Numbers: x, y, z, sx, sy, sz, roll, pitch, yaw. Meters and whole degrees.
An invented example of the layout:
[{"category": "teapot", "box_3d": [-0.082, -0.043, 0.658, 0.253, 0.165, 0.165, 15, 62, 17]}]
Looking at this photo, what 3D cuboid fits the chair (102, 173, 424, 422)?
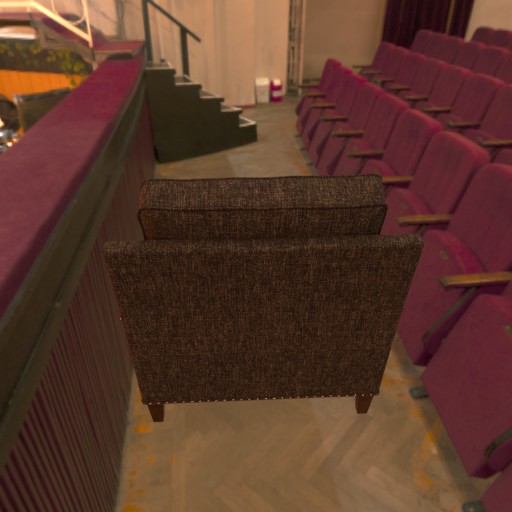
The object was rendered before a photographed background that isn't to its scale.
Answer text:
[{"category": "chair", "box_3d": [0.000, 0.000, 1.747, 0.853, 0.943, 1.014, -1, 31, -2]}]
